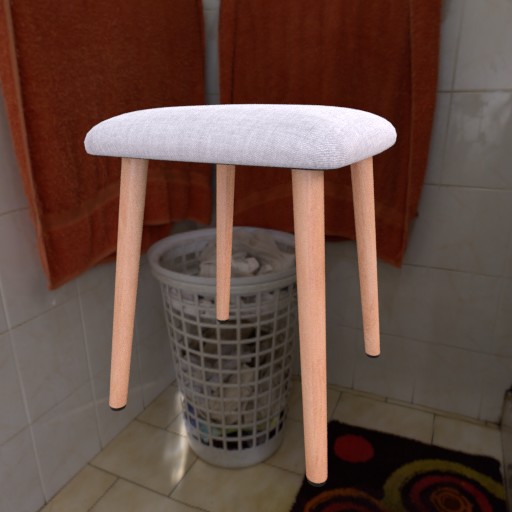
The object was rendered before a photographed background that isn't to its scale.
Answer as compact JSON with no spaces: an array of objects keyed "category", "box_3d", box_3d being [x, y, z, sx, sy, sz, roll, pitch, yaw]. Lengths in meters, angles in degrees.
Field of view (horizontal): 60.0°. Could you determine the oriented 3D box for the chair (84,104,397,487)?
[{"category":"chair","box_3d":[0.000,0.000,0.679,0.350,0.440,0.350,9,21,24]}]
